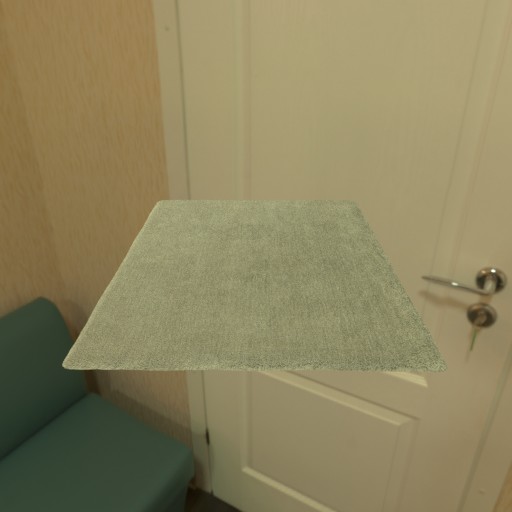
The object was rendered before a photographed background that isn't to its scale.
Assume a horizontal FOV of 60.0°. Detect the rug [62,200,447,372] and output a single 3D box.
[{"bbox_3d":[0.000,0.000,3.918,2.332,0.027,2.933,0,27,0],"label":"rug"}]
